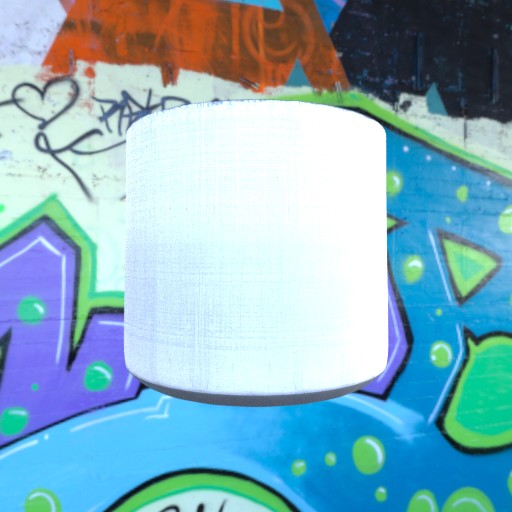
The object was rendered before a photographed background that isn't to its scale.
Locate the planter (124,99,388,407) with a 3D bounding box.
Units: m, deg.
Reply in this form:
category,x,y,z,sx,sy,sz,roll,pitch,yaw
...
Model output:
category,x,y,z,sx,sy,sz,roll,pitch,yaw
planter,0.000,0.000,0.386,0.221,0.201,0.221,0,0,0
